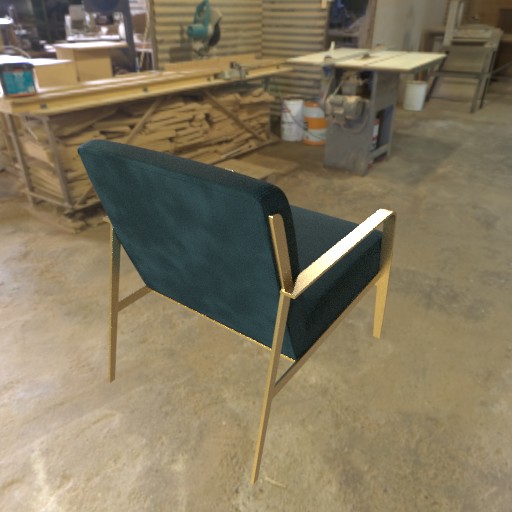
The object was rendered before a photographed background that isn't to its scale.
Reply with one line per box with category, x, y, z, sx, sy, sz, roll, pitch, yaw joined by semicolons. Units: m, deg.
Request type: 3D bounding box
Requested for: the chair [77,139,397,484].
chair;0.000;0.000;1.461;0.692;0.831;0.859;20;36;31
